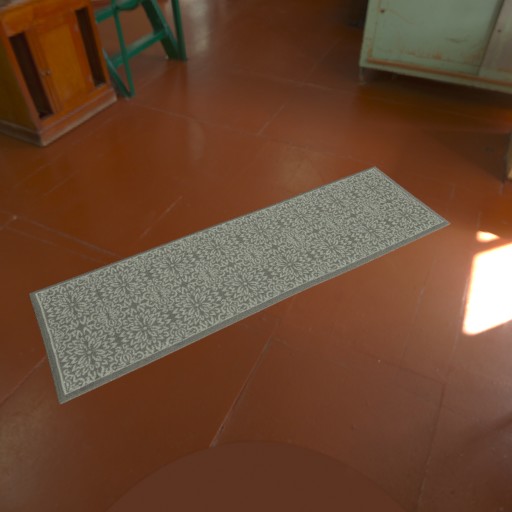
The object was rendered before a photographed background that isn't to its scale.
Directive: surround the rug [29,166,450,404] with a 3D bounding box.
[{"bbox_3d":[0.000,0.000,2.361,2.196,0.011,0.662,-22,50,-20],"label":"rug"}]
